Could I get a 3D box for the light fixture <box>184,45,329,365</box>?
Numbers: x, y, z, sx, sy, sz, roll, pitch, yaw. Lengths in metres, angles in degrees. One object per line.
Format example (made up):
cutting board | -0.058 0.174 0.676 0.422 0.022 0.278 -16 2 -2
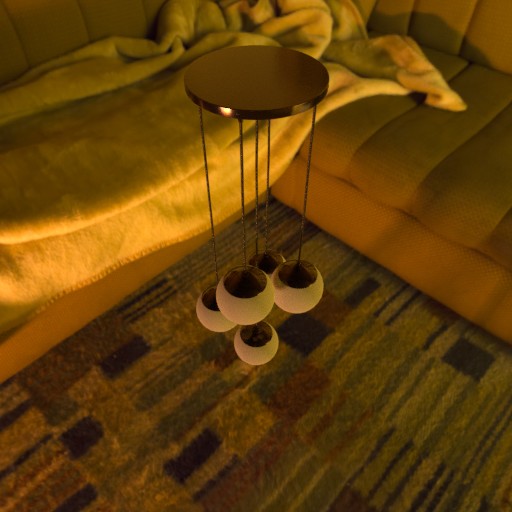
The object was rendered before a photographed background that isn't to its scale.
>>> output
light fixture | 0.000 0.000 1.520 0.484 1.271 0.489 18 49 16
